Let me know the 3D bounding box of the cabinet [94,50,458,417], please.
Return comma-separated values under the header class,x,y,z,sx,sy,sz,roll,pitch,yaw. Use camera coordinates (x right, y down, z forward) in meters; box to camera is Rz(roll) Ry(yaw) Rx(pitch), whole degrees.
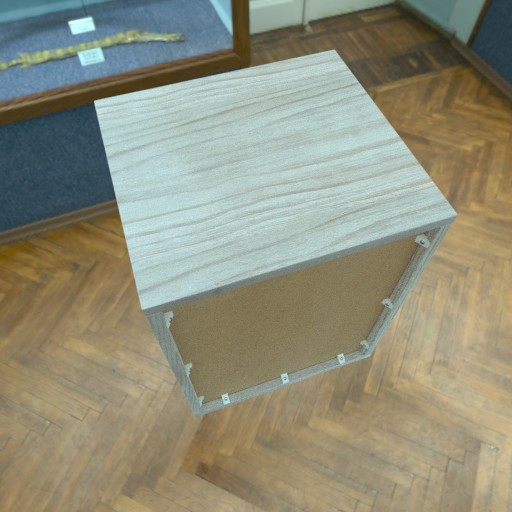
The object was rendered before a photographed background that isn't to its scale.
class,x,y,z,sx,sy,sz,roll,pitch,yaw
cabinet,0.000,0.000,0.877,0.409,0.579,0.401,-16,59,-10
